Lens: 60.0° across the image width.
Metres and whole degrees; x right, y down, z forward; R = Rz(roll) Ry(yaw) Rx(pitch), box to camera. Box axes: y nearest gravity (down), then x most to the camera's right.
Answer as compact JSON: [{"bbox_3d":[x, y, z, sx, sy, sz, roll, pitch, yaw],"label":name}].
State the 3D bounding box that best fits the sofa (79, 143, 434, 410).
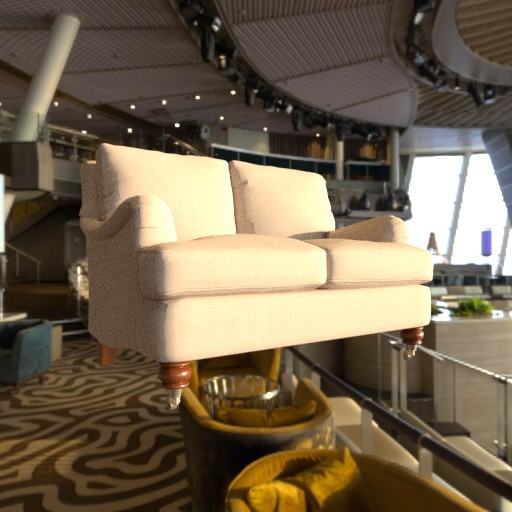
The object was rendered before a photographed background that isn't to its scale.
[{"bbox_3d":[0.000,0.000,2.205,1.508,1.048,1.087,0,0,-35],"label":"sofa"}]
